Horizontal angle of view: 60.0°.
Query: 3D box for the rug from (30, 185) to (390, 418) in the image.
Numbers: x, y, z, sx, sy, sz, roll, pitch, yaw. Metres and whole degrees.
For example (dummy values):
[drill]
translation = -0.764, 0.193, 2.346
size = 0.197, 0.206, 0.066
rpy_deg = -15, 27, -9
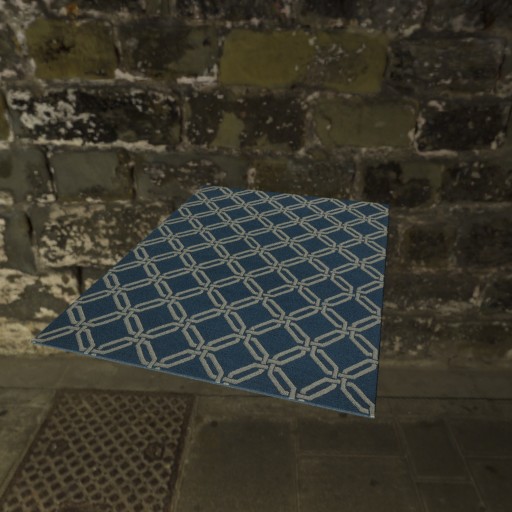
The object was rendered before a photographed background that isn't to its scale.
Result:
[rug]
translation = 0.000, 0.000, 4.298
size = 2.432, 0.018, 3.342
rpy_deg = 8, 30, 14
